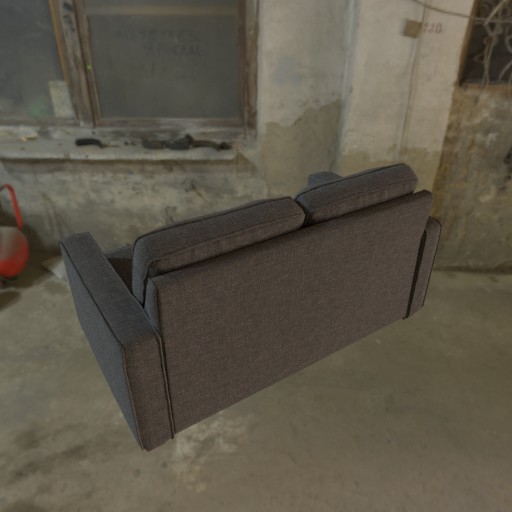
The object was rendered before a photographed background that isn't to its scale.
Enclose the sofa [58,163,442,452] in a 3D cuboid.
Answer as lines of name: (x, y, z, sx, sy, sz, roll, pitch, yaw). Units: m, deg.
sofa: (0.000, 0.000, 2.269, 1.709, 0.918, 0.947, -19, 36, -28)
